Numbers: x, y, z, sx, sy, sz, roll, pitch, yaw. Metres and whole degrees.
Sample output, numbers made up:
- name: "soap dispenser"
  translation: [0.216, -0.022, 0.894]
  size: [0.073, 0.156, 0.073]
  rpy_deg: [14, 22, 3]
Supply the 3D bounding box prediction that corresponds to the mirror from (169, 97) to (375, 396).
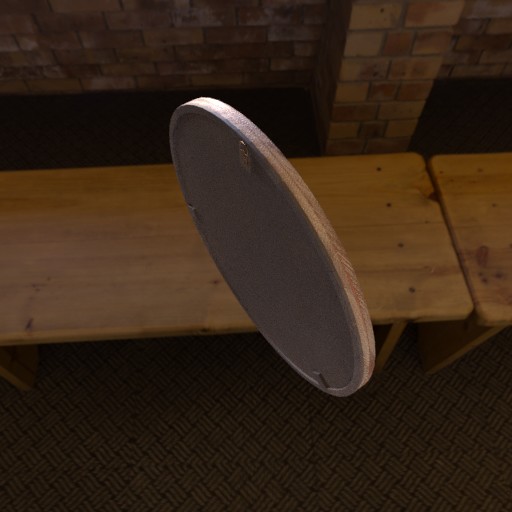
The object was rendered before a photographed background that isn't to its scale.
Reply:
- name: "mirror"
  translation: [0.000, 0.000, 1.004]
  size: [0.038, 0.710, 0.710]
  rpy_deg: [-31, 64, -17]
